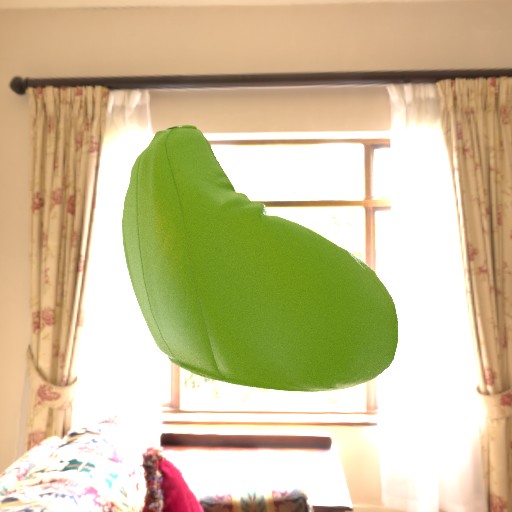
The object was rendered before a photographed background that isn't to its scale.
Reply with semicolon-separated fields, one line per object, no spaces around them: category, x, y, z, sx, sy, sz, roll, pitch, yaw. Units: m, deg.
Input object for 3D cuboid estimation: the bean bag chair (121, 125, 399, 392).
bean bag chair;0.000;0.000;1.916;1.070;0.990;1.070;1;-1;-36
